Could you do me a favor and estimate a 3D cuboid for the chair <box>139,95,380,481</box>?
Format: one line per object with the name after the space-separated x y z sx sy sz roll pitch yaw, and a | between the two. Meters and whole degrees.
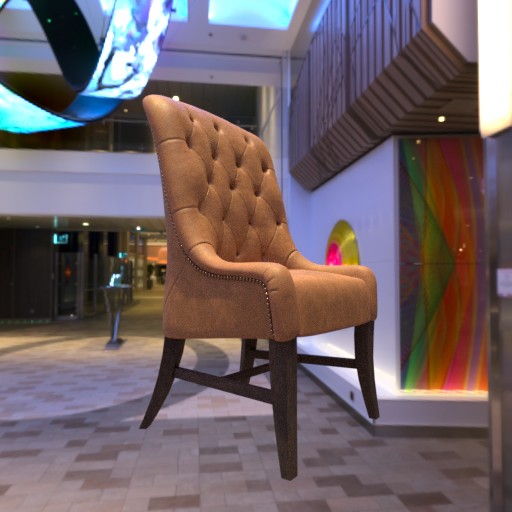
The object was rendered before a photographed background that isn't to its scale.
0.000 0.000 1.476 0.629 1.091 0.634 -2 -3 36 | chair
